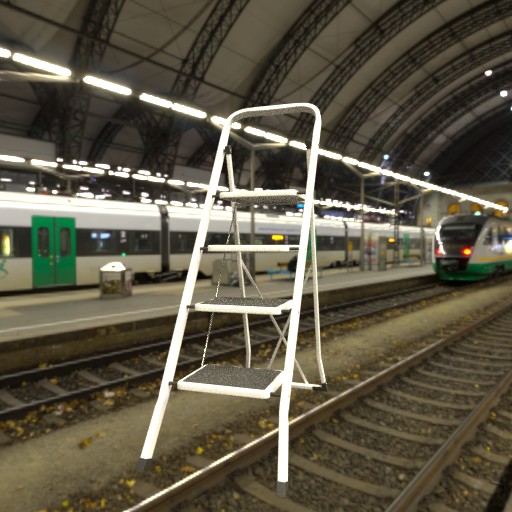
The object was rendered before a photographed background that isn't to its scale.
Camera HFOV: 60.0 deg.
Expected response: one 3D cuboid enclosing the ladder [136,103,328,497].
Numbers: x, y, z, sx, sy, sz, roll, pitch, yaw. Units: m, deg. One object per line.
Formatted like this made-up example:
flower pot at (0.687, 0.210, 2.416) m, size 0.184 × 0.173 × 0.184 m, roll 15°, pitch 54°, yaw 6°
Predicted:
ladder at (0.000, 0.000, 1.671) m, size 0.460 × 1.265 × 0.914 m, roll 0°, pitch 1°, yaw 18°
